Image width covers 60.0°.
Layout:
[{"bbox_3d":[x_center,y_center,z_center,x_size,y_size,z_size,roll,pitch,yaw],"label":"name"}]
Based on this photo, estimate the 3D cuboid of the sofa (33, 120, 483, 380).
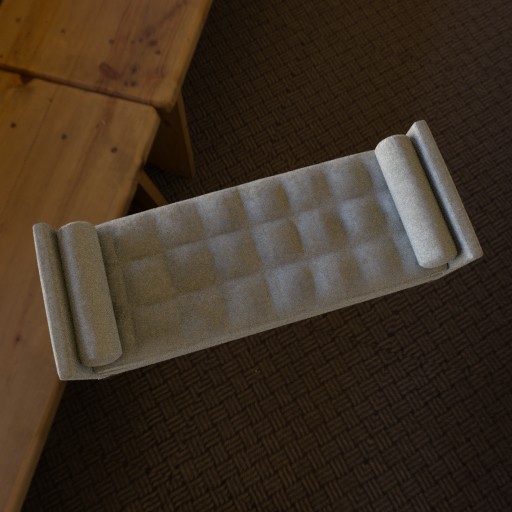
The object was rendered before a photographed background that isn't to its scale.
[{"bbox_3d":[0.000,0.000,2.468,2.102,0.657,0.797,-16,76,-4],"label":"sofa"}]
